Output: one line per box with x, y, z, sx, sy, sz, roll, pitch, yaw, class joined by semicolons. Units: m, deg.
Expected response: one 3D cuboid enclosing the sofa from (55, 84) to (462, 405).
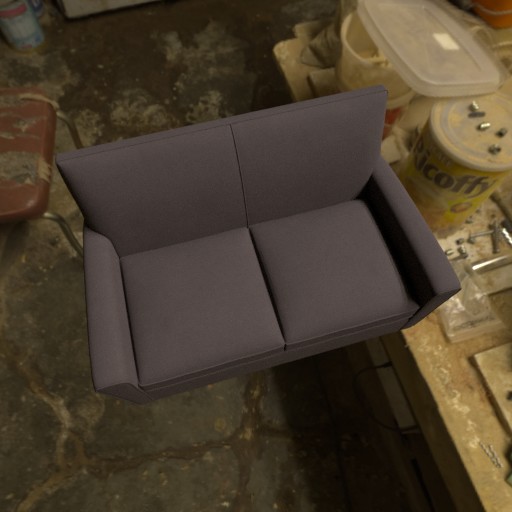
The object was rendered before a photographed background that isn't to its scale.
0.000;0.000;1.951;1.420;0.846;0.871;-14;65;-7;sofa
